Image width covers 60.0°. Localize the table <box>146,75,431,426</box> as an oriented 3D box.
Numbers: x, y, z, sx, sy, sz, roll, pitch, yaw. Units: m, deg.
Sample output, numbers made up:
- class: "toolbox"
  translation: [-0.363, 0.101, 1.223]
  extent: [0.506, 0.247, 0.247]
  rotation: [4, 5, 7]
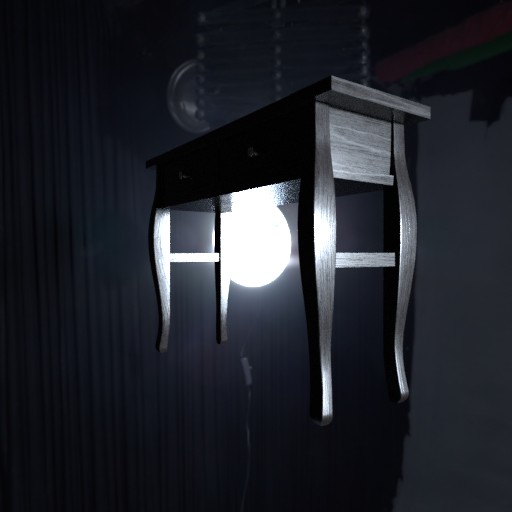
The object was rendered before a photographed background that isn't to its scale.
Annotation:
- class: "table"
  translation: [0.000, 0.000, 1.475]
  extent: [0.373, 0.768, 1.062]
  rotation: [0, 0, -35]
